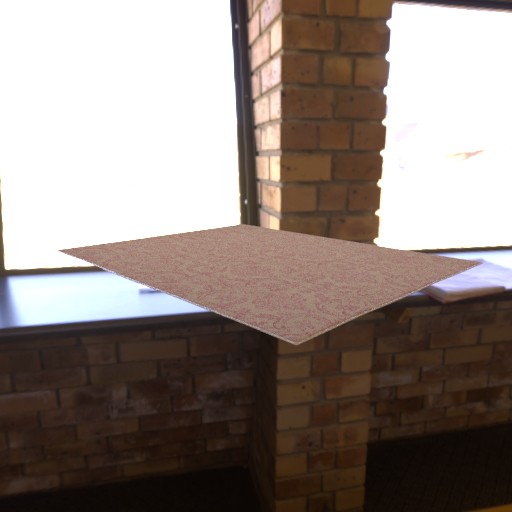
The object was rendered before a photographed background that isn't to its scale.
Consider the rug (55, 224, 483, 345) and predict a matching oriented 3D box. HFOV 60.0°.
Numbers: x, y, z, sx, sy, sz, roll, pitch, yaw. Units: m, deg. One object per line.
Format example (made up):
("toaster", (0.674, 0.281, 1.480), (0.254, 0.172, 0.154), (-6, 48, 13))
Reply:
("rug", (0.000, 0.000, 3.916), (2.363, 0.012, 2.980), (-12, 17, -43))
